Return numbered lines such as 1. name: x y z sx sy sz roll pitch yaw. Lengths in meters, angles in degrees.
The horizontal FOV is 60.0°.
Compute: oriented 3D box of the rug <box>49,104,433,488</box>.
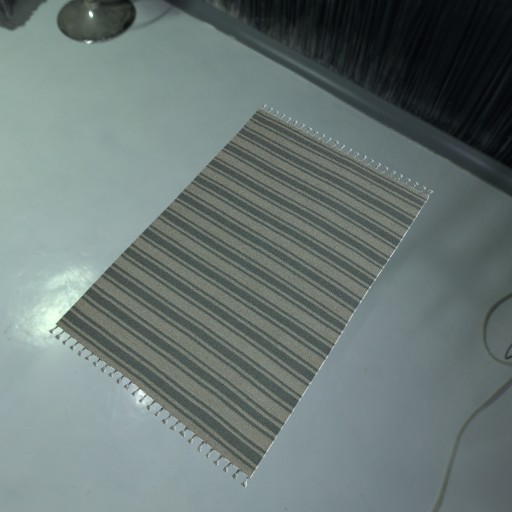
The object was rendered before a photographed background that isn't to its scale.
1. rug: 0.000 0.000 3.058 1.539 0.011 2.410 32 68 15
